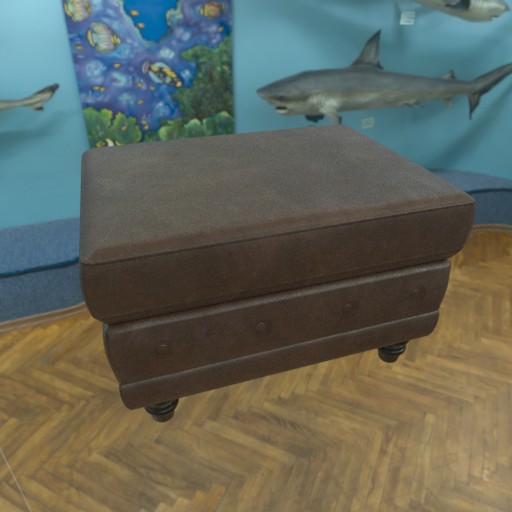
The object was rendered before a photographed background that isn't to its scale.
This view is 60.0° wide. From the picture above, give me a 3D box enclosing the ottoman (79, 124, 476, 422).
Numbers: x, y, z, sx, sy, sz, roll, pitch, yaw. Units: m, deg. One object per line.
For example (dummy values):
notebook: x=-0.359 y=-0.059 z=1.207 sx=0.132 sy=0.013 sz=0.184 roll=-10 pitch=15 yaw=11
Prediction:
ottoman: x=0.000 y=0.000 z=1.156 sx=0.795 sy=0.509 sz=0.588 roll=-10 pitch=33 yaw=-15
